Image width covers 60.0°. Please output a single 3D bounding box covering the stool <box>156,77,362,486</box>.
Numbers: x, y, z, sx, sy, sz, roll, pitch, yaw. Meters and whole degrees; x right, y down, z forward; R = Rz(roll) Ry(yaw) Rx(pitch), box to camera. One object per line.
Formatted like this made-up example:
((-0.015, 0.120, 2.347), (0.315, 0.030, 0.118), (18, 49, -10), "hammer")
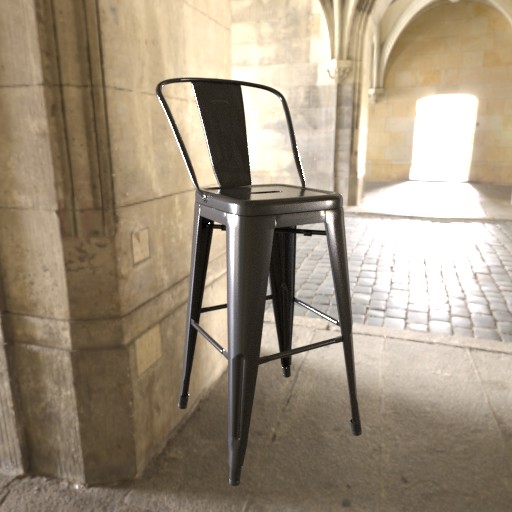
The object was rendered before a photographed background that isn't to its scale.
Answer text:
((0.000, 0.000, 1.290), (0.432, 1.022, 0.528), (-8, 17, -28), "stool")
